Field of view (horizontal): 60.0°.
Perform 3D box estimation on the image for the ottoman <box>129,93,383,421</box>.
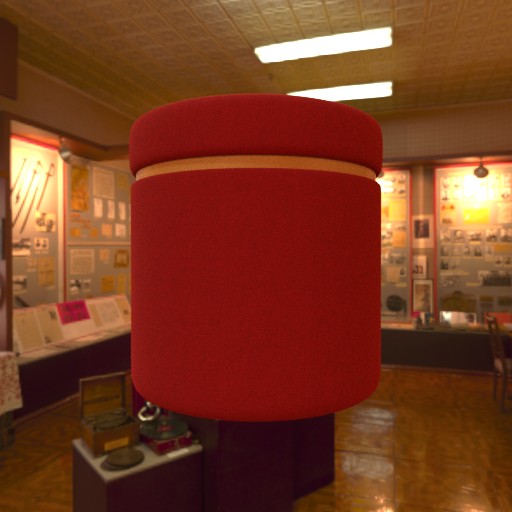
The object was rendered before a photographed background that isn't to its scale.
[{"bbox_3d":[0.000,0.000,0.729,0.400,0.406,0.400,0,1,0],"label":"ottoman"}]
